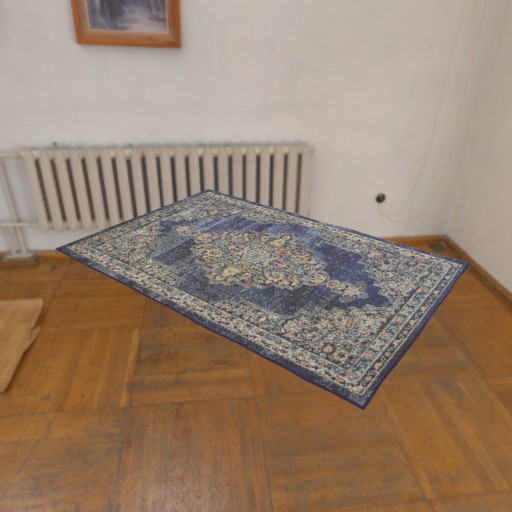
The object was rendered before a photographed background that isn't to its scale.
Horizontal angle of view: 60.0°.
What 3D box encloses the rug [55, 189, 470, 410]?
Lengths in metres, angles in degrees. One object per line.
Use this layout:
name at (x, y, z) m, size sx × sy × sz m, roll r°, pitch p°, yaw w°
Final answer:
rug at (0.000, 0.000, 2.270) m, size 1.781 × 0.012 × 1.184 m, roll 20°, pitch 34°, yaw 33°
